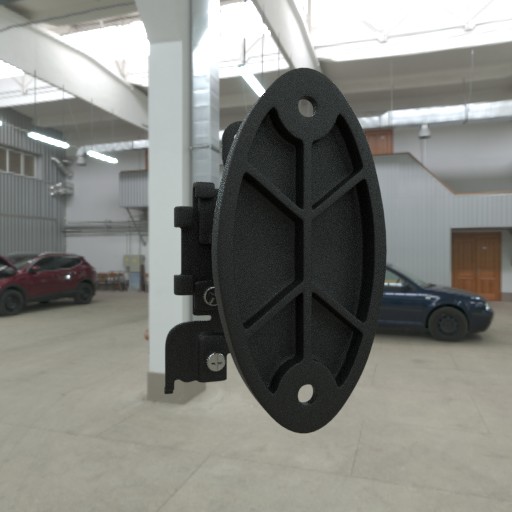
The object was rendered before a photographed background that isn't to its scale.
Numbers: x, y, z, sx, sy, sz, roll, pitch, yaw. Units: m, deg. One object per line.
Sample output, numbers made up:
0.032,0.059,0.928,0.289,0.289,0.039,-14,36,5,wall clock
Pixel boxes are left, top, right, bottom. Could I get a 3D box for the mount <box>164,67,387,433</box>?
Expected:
0.000,0.000,0.174,0.066,0.118,0.100,0,0,-17,mount
